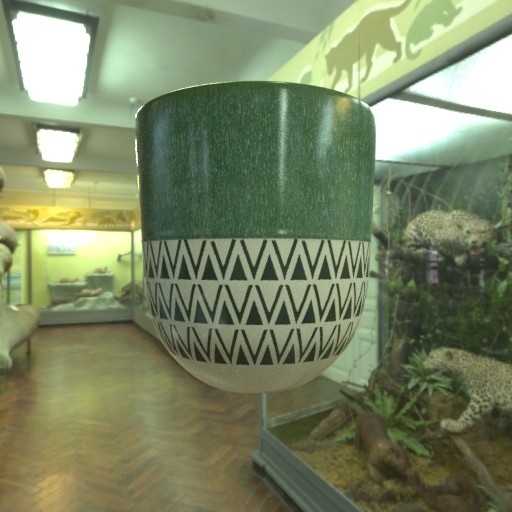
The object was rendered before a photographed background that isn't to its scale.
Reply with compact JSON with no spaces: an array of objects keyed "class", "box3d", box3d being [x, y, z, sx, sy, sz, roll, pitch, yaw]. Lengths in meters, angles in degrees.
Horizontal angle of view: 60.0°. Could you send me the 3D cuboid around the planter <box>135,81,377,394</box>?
[{"class":"planter","box3d":[0.000,0.000,0.368,0.195,0.214,0.195,0,-1,0]}]
